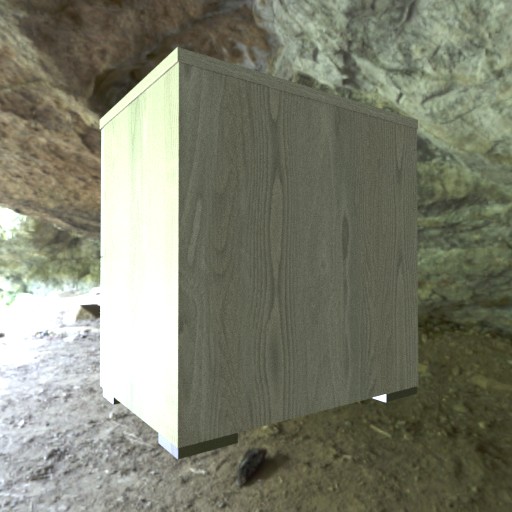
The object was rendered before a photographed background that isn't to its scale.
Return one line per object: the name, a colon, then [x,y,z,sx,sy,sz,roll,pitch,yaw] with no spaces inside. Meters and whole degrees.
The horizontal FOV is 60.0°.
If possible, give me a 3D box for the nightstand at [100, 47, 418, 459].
nightstand: [0.000,0.000,0.754,0.442,0.461,0.325,1,-1,-35]
